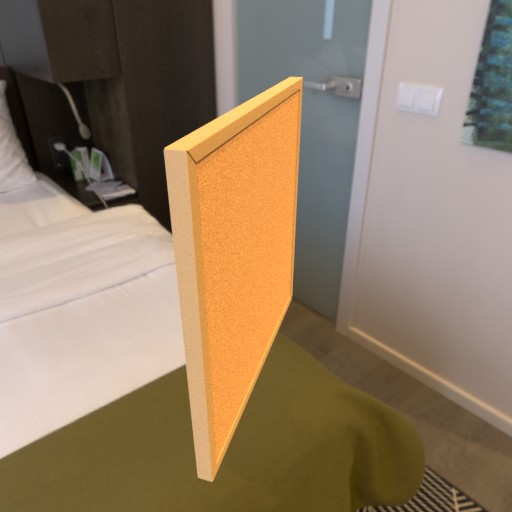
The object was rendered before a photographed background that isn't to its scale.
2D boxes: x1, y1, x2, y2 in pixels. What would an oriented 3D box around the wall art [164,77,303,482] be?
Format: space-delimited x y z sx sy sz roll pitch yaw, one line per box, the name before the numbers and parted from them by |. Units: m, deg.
wall art | 0.000 0.000 1.136 0.037 0.761 0.761 9 31 15
